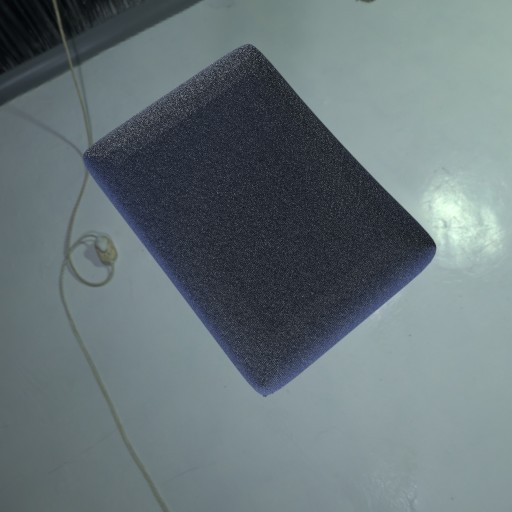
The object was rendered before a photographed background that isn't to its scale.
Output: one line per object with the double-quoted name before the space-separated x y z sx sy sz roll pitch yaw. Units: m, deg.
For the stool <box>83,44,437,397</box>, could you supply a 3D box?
"stool" 0.000 0.000 1.031 0.358 0.740 0.498 -37 79 -9
